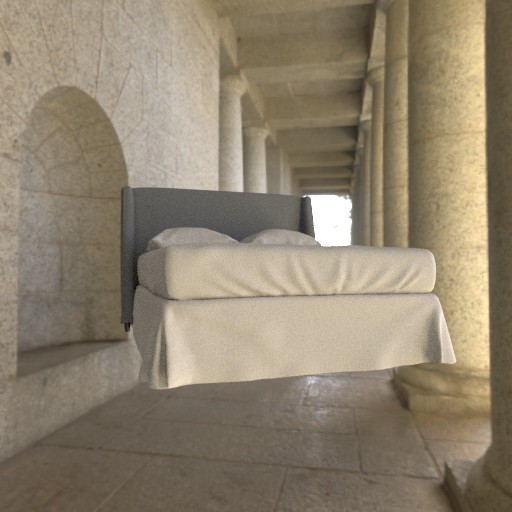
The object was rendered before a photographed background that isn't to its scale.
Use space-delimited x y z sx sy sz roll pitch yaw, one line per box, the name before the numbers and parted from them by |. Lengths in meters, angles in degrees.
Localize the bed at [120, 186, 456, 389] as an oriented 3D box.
bed | 0.000 0.000 3.381 1.925 1.332 2.276 0 -1 -19
